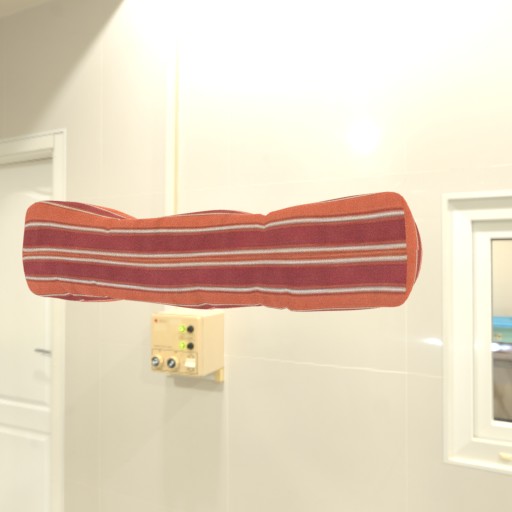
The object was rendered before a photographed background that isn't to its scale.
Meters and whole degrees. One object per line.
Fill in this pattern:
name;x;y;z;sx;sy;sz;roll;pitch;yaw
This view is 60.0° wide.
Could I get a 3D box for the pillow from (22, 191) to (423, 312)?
pillow;0.000;0.000;0.695;0.468;0.133;0.490;0;-1;17
